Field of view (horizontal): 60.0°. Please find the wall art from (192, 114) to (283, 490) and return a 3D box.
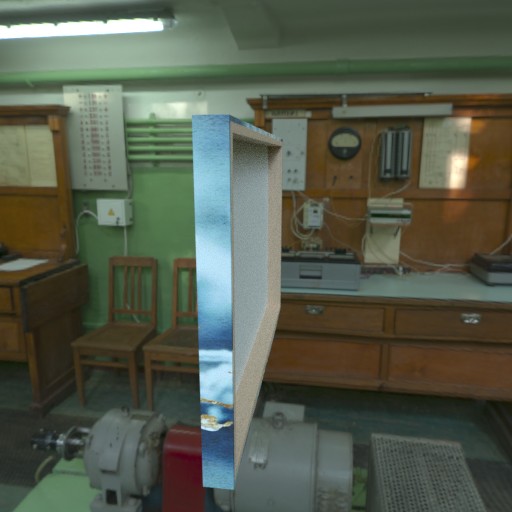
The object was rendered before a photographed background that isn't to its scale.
[{"bbox_3d":[0.000,0.000,0.752,0.036,0.405,0.607,2,13,8],"label":"wall art"}]
